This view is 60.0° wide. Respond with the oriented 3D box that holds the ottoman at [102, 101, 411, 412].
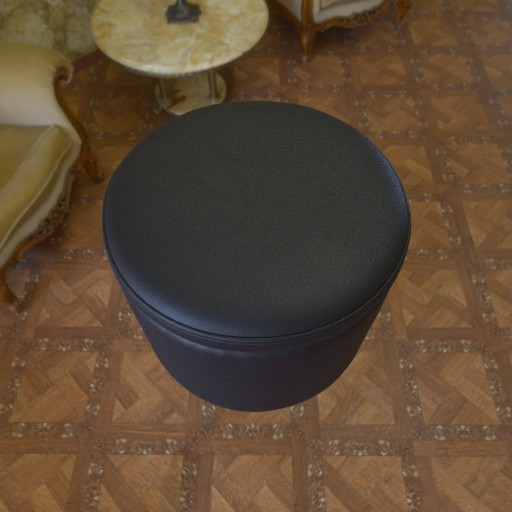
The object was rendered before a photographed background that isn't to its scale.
[{"bbox_3d":[0.000,0.000,0.862,0.501,0.409,0.501,0,57,0],"label":"ottoman"}]
